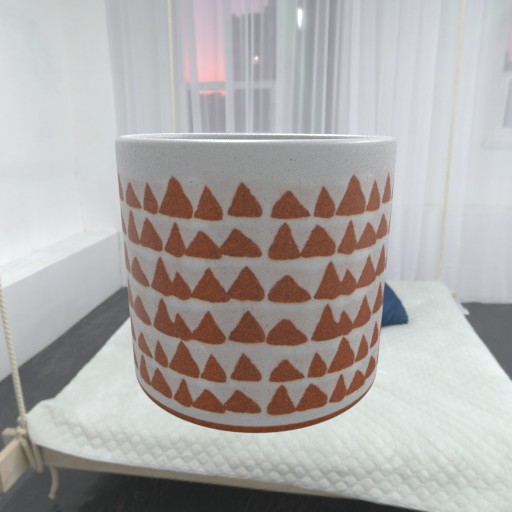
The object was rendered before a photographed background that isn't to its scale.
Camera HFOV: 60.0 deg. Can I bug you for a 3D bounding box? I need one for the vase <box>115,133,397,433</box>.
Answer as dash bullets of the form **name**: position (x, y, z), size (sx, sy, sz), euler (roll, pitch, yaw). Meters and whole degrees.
- **vase**: position (0.000, 0.000, 0.242), size (0.137, 0.127, 0.137), euler (0, 17, 0)
